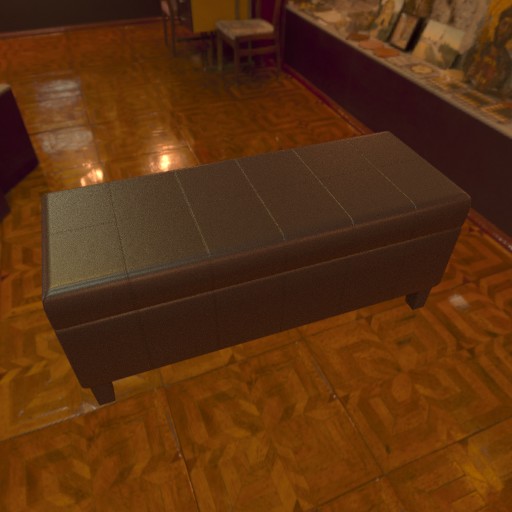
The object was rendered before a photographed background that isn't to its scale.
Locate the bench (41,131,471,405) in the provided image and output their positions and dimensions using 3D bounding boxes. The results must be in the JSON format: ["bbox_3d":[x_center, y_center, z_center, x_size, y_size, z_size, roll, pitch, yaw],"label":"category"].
[{"bbox_3d":[0.000,0.000,1.331,1.092,0.457,0.429,-14,44,-15],"label":"bench"}]
